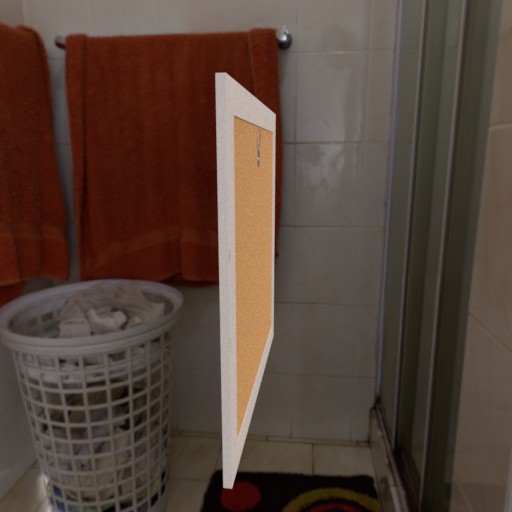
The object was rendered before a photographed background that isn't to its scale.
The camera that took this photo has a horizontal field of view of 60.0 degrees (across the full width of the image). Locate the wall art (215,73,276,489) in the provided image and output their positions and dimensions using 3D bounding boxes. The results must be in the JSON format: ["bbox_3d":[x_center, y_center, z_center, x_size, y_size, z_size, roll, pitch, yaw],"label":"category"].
[{"bbox_3d":[0.000,0.000,0.867,0.015,0.577,0.572,2,13,8],"label":"wall art"}]
